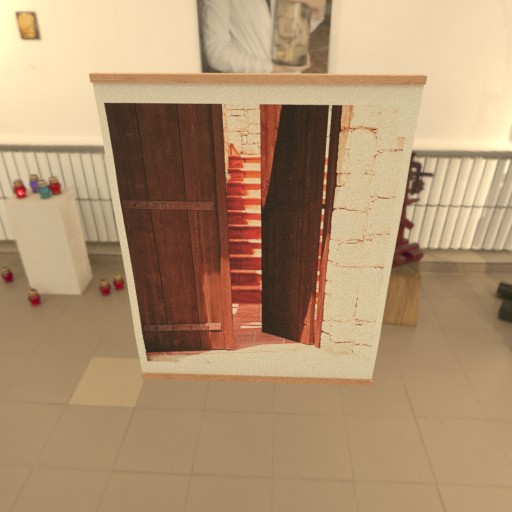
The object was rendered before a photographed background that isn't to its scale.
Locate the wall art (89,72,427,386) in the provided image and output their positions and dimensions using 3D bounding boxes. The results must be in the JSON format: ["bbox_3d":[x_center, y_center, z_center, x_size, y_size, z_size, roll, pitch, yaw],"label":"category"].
[{"bbox_3d":[0.000,0.000,0.663,0.406,0.508,0.013,1,30,2],"label":"wall art"}]
